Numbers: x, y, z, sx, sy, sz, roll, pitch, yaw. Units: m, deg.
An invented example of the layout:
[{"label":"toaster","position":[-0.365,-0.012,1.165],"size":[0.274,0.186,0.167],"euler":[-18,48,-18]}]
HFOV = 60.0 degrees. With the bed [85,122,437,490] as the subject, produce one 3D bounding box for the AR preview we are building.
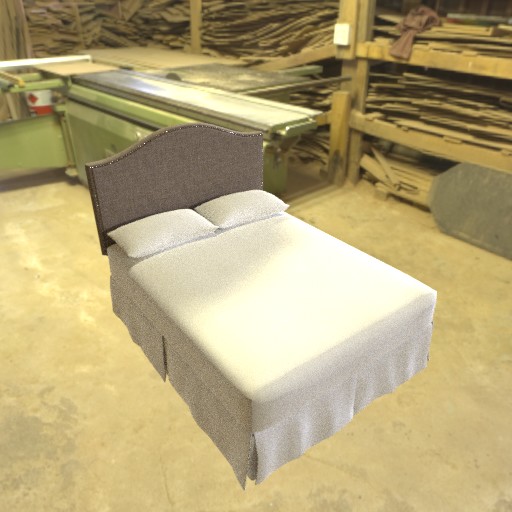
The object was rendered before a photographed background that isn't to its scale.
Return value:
[{"label":"bed","position":[0.000,0.000,3.244],"size":[1.713,1.518,2.153],"euler":[-20,36,-31]}]
